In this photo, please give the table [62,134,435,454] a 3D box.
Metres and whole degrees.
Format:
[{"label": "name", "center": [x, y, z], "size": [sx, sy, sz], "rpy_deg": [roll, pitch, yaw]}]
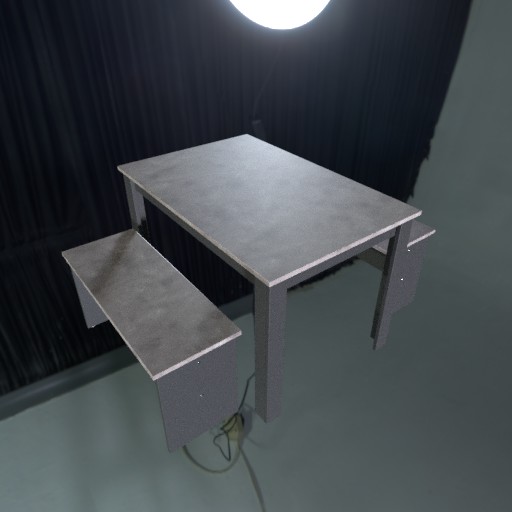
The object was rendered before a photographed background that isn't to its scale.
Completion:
[{"label": "table", "center": [0.000, 0.000, 2.029], "size": [1.443, 0.700, 1.100], "rpy_deg": [-23, 40, -30]}]
